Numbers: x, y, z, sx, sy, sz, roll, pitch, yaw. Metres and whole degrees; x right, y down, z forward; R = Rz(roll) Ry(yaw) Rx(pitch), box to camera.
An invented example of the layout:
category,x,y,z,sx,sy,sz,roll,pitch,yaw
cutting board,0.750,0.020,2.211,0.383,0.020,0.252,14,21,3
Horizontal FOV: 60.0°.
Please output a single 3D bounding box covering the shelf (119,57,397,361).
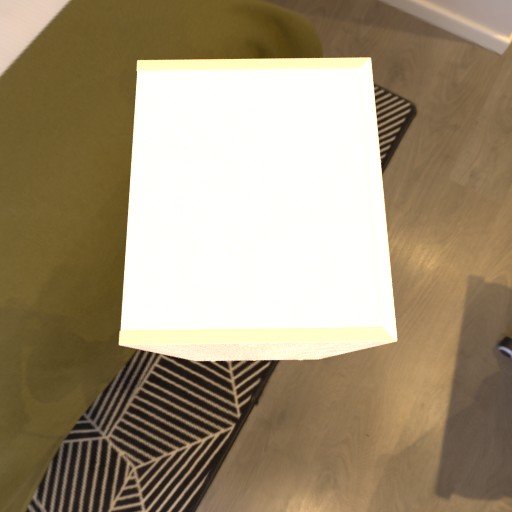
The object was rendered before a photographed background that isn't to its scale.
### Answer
category,x,y,z,sx,sy,sz,roll,pitch,yaw
shelf,0.000,0.000,0.795,0.290,0.600,0.350,-1,75,0
